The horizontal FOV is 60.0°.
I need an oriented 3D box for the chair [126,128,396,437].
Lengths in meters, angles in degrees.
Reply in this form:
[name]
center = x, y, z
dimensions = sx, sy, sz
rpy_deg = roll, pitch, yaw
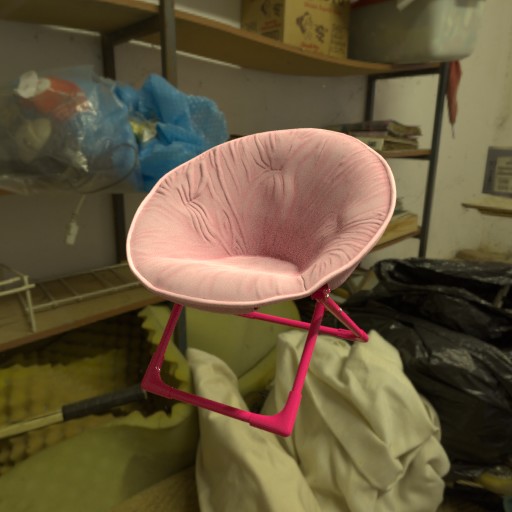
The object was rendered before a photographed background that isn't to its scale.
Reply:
[chair]
center = 0.000, 0.000, 0.891
dimensions = 0.522, 0.494, 0.459
rpy_deg = 8, 18, 26
